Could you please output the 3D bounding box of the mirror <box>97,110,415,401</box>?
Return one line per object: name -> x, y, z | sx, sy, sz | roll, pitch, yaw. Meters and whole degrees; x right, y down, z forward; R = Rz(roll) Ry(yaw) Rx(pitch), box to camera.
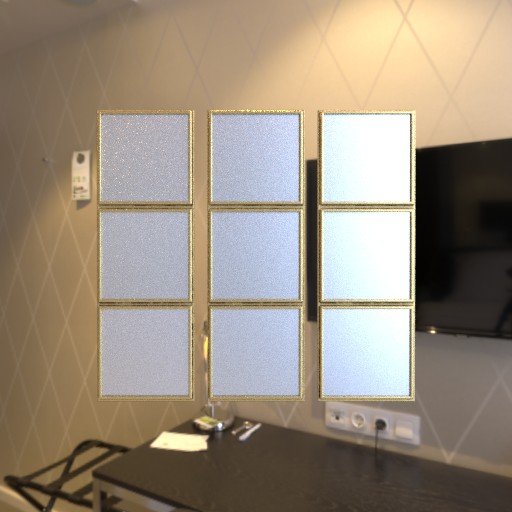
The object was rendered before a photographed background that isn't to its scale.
mirror -> 0.000, 0.000, 1.411 | 1.011, 0.926, 0.023 | 0, 0, 0
